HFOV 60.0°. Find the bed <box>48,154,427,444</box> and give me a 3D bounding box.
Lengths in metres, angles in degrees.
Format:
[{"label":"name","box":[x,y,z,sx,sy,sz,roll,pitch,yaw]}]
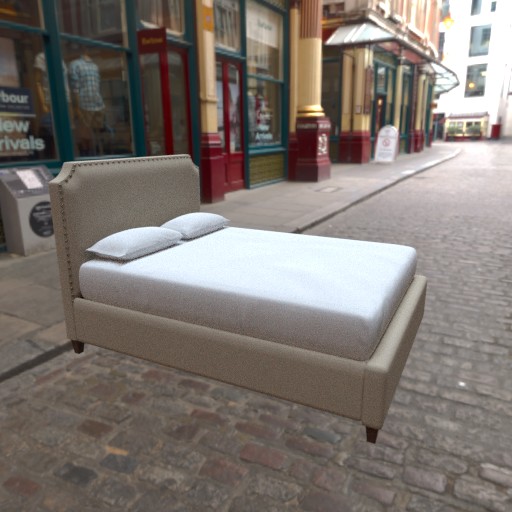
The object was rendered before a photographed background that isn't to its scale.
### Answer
[{"label":"bed","box":[0.000,0.000,3.382,2.329,1.415,1.703,8,17,26]}]
